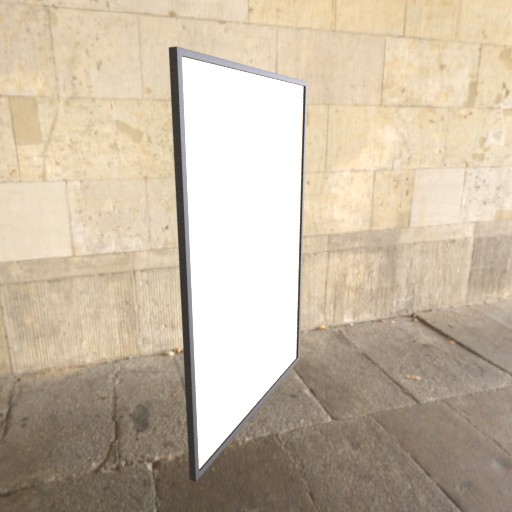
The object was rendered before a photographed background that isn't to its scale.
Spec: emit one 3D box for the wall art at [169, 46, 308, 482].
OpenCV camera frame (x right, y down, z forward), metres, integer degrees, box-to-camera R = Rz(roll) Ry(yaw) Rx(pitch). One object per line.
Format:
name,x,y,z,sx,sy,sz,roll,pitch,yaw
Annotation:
wall art,0.000,0.000,0.839,0.013,0.657,0.457,8,17,26
